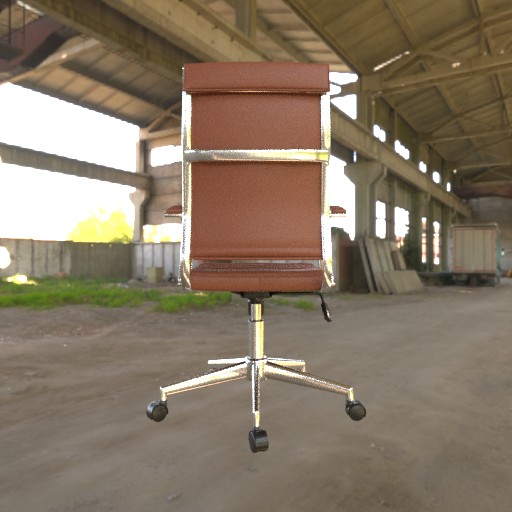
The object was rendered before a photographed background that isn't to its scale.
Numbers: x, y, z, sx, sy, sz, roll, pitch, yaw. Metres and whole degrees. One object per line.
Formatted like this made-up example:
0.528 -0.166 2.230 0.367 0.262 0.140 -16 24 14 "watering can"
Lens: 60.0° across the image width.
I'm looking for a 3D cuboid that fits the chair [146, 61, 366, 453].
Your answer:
0.000 0.000 1.635 0.766 1.149 0.739 0 0 0 "chair"
